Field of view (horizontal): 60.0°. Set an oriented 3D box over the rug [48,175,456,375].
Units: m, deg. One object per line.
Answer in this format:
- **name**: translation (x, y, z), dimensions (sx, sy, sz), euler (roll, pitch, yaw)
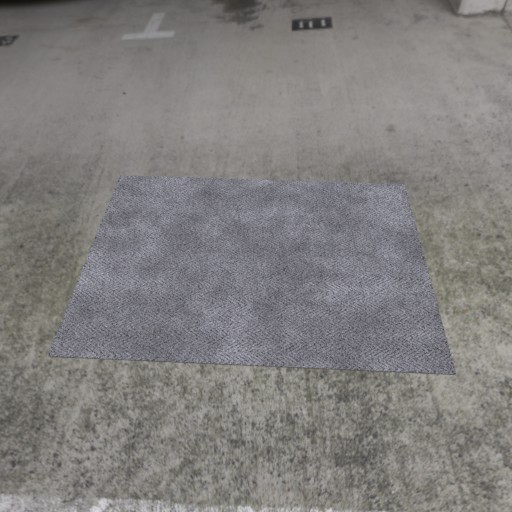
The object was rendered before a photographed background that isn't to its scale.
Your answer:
- **rug**: translation (0.000, 0.000, 2.950), dimensions (2.235, 0.008, 1.600), euler (2, 48, 2)
